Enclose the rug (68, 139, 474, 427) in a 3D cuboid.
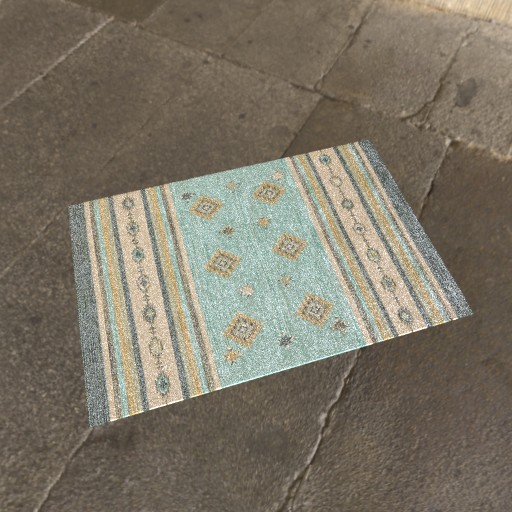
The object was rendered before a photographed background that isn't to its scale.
[{"bbox_3d":[0.000,0.000,2.287,1.811,0.010,1.212,-14,60,-9],"label":"rug"}]
